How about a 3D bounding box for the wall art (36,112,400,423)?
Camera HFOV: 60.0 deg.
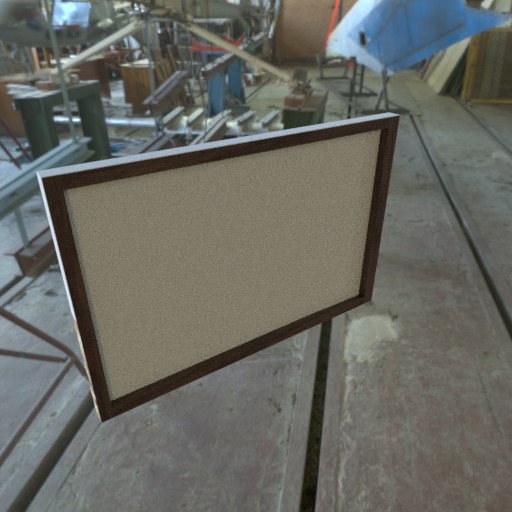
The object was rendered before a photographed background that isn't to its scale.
[{"bbox_3d":[0.000,0.000,1.425,1.138,0.761,0.051,-18,34,-29],"label":"wall art"}]
